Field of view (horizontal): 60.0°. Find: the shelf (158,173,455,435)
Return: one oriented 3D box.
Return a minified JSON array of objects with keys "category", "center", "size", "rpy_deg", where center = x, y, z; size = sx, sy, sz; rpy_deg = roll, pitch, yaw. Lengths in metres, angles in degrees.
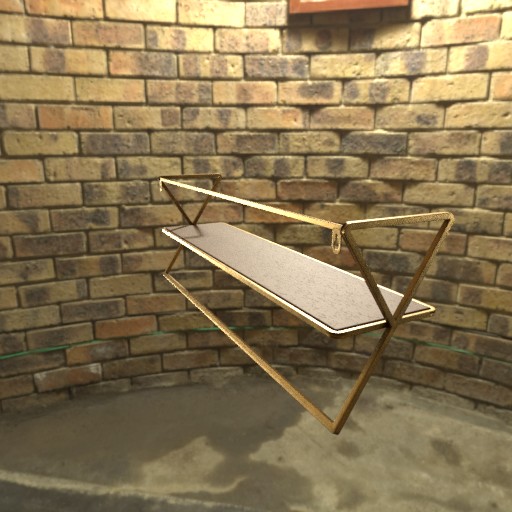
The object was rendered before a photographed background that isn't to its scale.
[{"category":"shelf","center":[0.000,0.000,0.749],"size":[0.150,0.229,0.645],"rpy_deg":[-7,16,-26]}]
